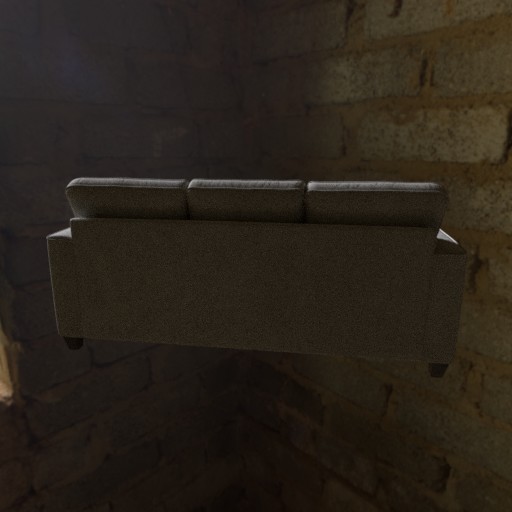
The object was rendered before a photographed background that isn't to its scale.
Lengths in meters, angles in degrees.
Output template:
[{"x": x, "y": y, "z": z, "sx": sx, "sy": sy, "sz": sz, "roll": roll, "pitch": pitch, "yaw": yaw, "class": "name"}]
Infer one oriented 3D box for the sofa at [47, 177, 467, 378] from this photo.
[{"x": 0.000, "y": 0.000, "z": 2.659, "sx": 2.133, "sy": 0.965, "sz": 0.939, "roll": 2, "pitch": 15, "yaw": 8, "class": "sofa"}]
